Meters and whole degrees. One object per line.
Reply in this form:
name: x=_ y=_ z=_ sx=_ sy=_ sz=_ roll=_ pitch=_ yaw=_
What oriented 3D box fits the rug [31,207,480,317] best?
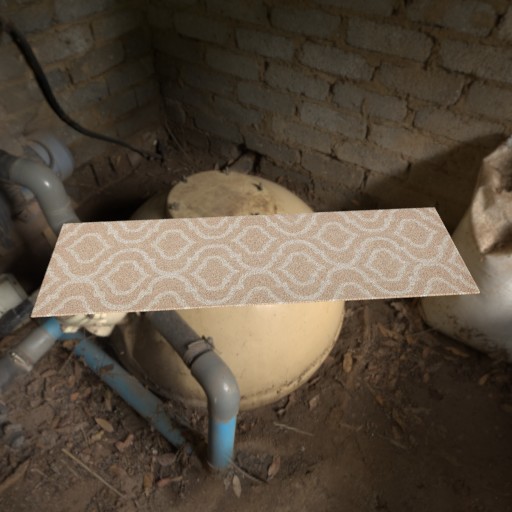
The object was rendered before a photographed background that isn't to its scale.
rug: x=0.000 y=0.000 z=2.490 sx=2.289 sy=0.013 sz=0.691 roll=-3 pitch=46 yaw=-3
